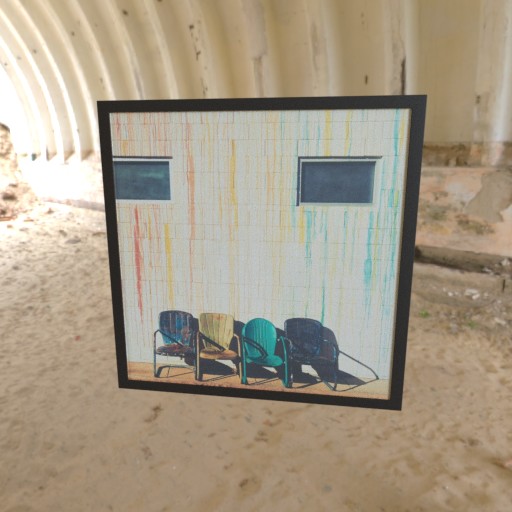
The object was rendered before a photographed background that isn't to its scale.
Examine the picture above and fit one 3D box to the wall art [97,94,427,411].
[{"bbox_3d":[0.000,0.000,0.455,0.304,0.304,0.038,2,13,8],"label":"wall art"}]
